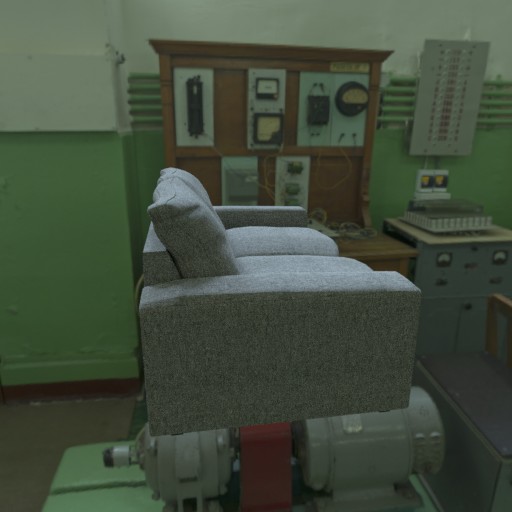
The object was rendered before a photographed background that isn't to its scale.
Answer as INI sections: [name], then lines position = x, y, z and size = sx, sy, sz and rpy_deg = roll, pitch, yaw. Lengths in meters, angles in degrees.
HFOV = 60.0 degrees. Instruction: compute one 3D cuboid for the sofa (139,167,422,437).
[sofa]
position = 0.000, 0.000, 2.423
size = 1.094, 0.877, 1.758
rpy_deg = -3, 17, -9
